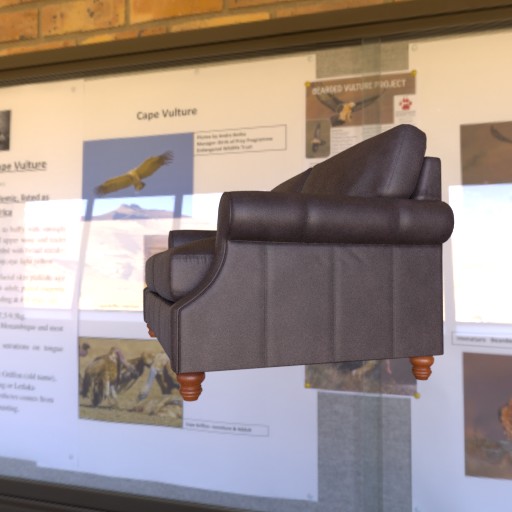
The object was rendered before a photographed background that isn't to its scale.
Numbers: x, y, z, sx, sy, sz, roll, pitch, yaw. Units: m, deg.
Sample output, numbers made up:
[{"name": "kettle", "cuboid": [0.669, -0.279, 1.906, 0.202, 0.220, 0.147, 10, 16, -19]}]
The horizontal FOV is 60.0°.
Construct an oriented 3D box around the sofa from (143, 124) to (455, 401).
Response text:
[{"name": "sofa", "cuboid": [0.000, 0.000, 2.250, 1.030, 0.979, 1.663, 1, -2, -18]}]
